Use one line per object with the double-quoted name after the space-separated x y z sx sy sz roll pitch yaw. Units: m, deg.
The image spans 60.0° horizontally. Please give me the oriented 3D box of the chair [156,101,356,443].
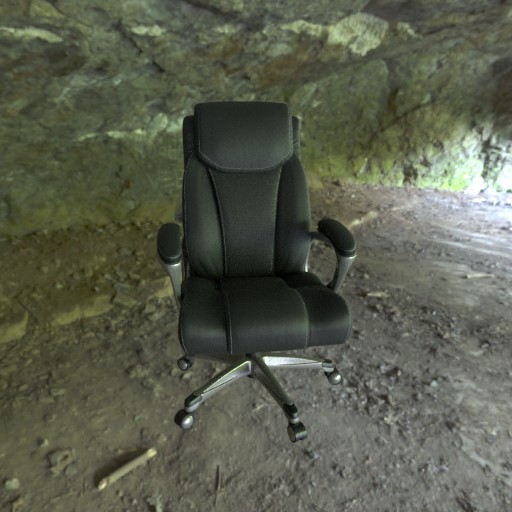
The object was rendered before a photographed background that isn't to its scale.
0.000 0.000 1.722 0.741 1.167 0.784 -2 16 -8 "chair"
